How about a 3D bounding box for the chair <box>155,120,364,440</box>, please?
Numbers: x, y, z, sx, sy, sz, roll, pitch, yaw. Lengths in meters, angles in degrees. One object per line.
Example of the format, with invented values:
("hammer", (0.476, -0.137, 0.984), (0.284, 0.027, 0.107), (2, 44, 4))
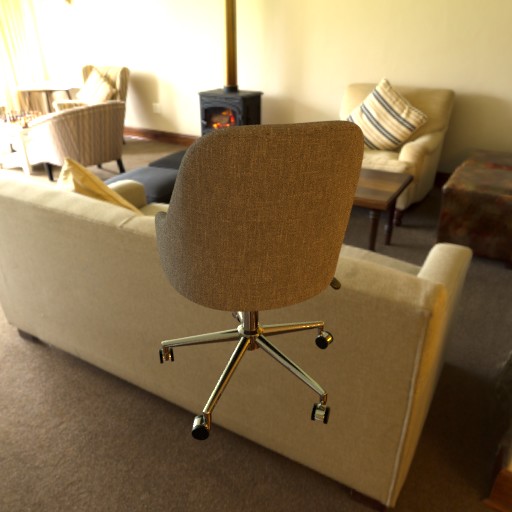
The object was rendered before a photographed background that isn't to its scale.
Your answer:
("chair", (0.000, 0.000, 1.420), (0.671, 0.950, 0.712), (-8, 28, -15))
